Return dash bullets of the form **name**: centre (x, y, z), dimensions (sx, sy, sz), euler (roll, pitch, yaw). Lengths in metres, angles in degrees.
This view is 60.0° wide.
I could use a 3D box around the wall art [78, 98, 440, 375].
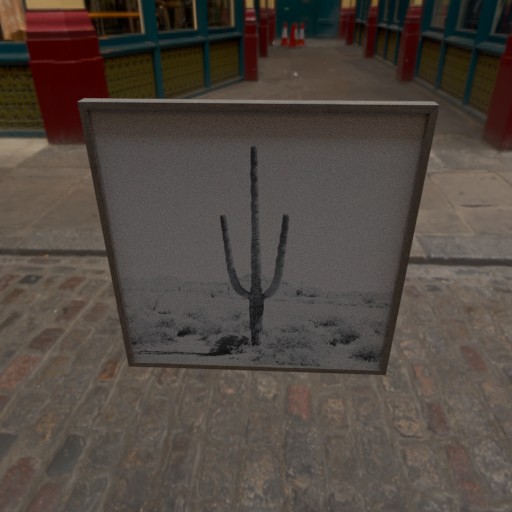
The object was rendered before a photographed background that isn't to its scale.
- **wall art**: centre (0.000, 0.000, 1.138), dimensions (0.762, 0.762, 0.038), euler (1, 30, 2)
